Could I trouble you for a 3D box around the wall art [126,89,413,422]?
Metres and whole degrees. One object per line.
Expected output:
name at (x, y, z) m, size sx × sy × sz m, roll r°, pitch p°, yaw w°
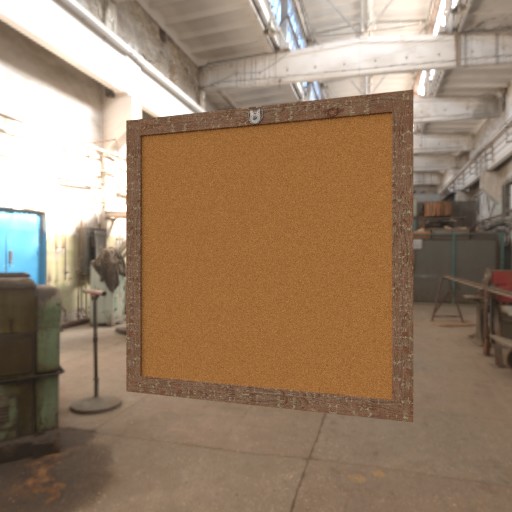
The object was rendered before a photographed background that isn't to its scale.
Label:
wall art at (0.000, 0.000, 0.574) m, size 0.384 × 0.384 × 0.012 m, roll 0°, pitch 0°, yaw 18°
